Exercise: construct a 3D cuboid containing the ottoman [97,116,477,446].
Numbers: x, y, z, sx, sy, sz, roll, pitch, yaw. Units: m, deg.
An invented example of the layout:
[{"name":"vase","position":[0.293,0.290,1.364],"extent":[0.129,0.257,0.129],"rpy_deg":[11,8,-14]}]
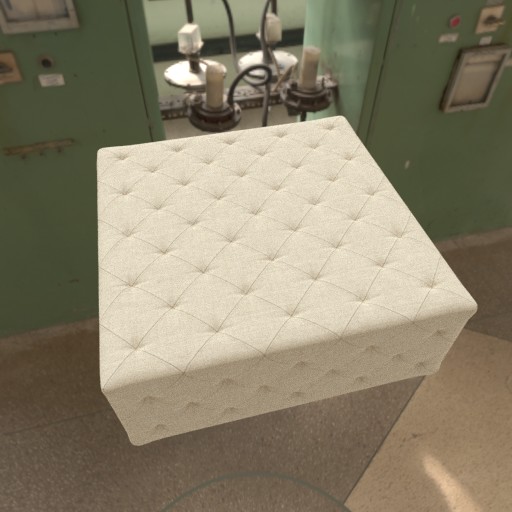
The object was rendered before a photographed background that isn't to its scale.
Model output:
[{"name":"ottoman","position":[0.000,0.000,1.613],"extent":[1.028,0.439,1.028],"rpy_deg":[-10,49,-9]}]
